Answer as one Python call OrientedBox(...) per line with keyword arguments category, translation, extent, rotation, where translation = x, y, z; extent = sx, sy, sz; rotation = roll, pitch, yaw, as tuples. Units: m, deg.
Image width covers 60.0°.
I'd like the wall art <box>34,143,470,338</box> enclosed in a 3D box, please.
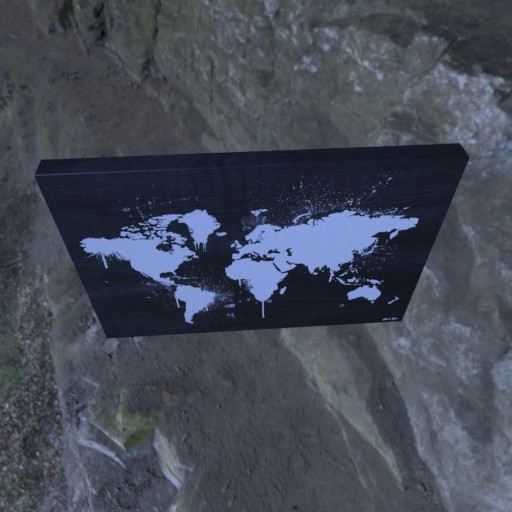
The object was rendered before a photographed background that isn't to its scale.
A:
OrientedBox(category="wall art", translation=(0.000, 0.000, 0.778), extent=(0.610, 0.409, 0.038), rotation=(-3, 47, -3))
